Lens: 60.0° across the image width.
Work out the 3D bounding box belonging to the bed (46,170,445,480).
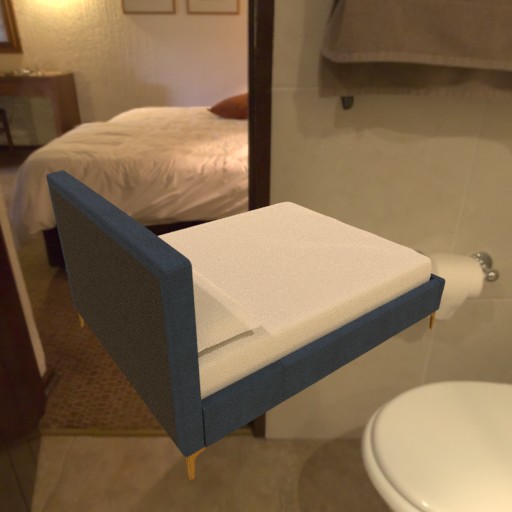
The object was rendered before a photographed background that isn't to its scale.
[{"bbox_3d":[0.000,0.000,3.151,2.172,1.231,1.723,-19,32,-33],"label":"bed"}]
